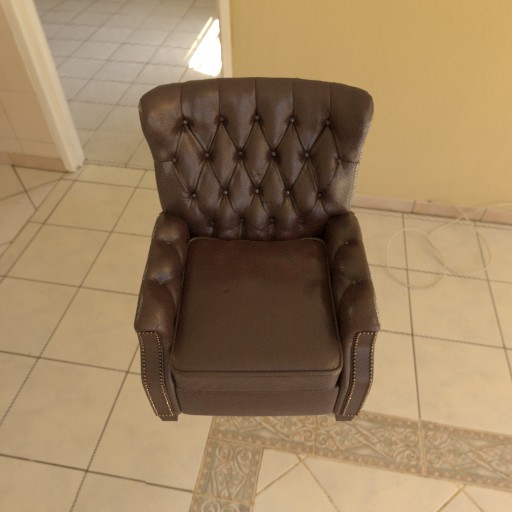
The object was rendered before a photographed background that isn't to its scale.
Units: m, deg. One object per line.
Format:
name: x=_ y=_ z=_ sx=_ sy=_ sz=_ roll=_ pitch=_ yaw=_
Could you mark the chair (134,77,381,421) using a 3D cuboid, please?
chair: x=0.000 y=0.000 z=1.464 sx=0.709 sy=0.864 sz=0.823 roll=0 pitch=47 yaw=0
